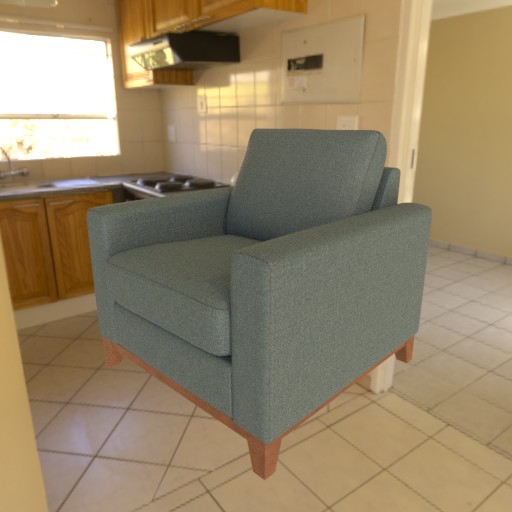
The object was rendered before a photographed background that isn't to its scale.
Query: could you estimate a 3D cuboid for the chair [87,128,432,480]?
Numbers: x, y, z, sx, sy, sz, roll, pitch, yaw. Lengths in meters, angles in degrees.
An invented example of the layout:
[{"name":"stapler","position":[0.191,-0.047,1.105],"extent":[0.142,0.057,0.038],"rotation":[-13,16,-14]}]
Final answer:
[{"name":"chair","position":[0.000,0.000,1.848],"extent":[1.024,1.010,1.038],"rotation":[16,23,42]}]
